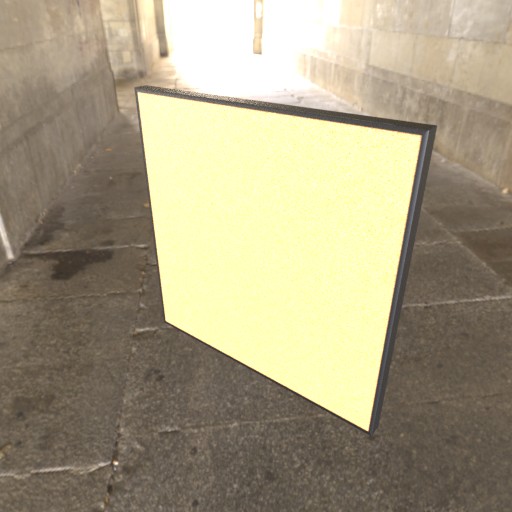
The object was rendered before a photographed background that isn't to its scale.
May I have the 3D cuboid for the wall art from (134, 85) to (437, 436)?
[{"bbox_3d":[0.000,0.000,1.153,0.769,0.766,0.042,20,35,32],"label":"wall art"}]
